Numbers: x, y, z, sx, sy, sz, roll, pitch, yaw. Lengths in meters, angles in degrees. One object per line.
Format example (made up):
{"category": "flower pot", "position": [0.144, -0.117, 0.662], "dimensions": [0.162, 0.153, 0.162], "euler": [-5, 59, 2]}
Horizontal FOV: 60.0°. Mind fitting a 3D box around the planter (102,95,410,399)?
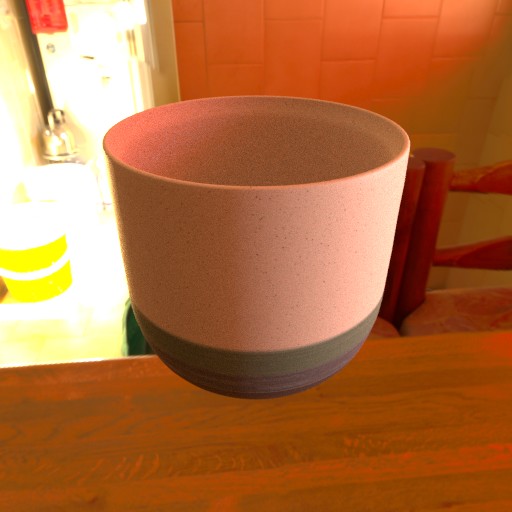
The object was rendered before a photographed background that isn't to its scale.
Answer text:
{"category": "planter", "position": [0.000, 0.000, 0.469], "dimensions": [0.268, 0.270, 0.268], "euler": [0, 32, 0]}
